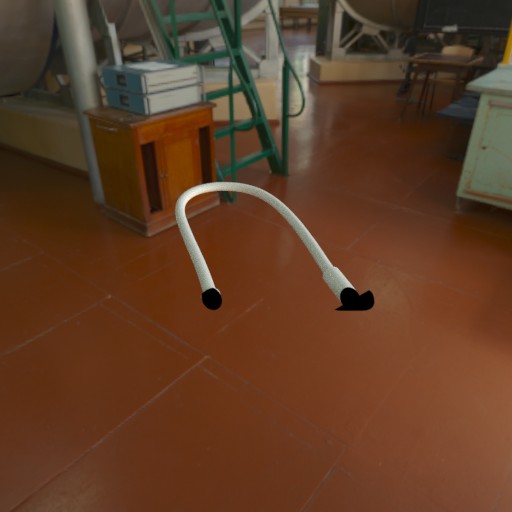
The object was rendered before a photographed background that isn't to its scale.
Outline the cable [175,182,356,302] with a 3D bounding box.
[{"bbox_3d":[0.000,0.000,0.115,0.041,0.005,0.098,-9,33,-14],"label":"cable"}]
